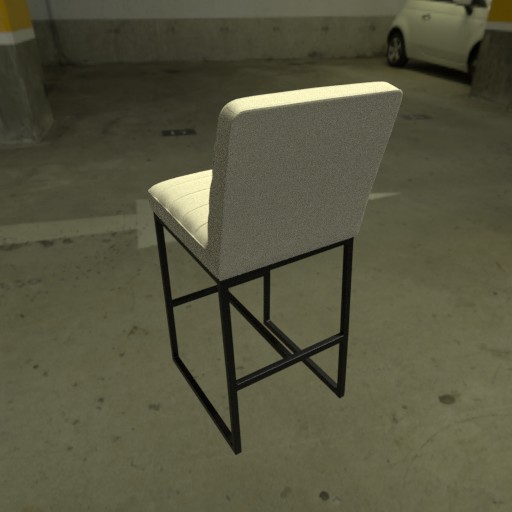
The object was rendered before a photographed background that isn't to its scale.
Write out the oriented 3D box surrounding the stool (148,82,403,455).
[{"bbox_3d":[0.000,0.000,1.358,0.460,1.040,0.560,-17,34,-27],"label":"stool"}]
